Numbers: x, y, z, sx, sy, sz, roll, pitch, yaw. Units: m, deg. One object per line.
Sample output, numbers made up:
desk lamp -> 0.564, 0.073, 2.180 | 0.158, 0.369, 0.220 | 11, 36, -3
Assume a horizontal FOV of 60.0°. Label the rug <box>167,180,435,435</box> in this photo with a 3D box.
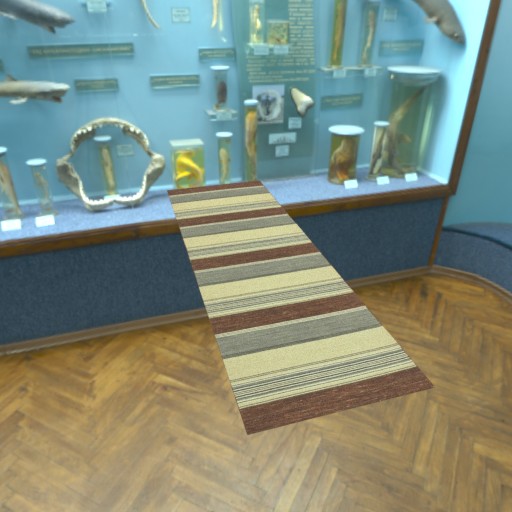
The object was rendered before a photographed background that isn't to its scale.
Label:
rug -> 0.000, 0.000, 2.708 | 0.792, 0.006, 2.437 | -9, 31, -14
